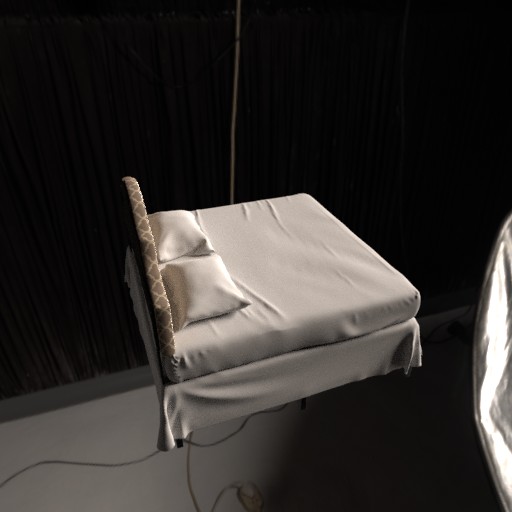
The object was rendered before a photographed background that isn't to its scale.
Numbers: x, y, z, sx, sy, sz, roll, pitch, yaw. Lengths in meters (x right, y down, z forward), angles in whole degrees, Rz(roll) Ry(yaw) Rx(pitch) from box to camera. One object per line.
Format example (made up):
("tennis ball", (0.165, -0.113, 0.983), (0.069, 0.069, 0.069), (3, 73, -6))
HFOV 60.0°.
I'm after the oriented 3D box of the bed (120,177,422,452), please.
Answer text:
("bed", (0.000, 0.000, 3.842), (2.222, 1.601, 2.314), (-11, 33, -17))
